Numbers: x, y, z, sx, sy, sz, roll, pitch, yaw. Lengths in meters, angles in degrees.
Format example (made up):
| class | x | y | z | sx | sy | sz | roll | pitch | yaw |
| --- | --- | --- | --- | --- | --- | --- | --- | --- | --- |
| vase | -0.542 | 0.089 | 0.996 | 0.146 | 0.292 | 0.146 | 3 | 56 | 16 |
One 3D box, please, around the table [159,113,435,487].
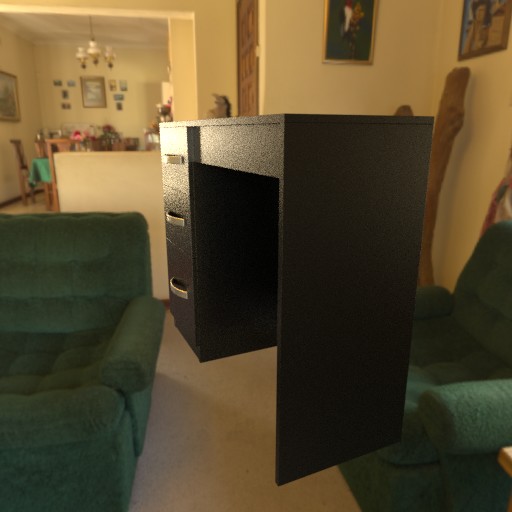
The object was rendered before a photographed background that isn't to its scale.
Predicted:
| class | x | y | z | sx | sy | sz | roll | pitch | yaw |
| --- | --- | --- | --- | --- | --- | --- | --- | --- | --- |
| table | 0.000 | 0.000 | 1.350 | 0.380 | 0.790 | 0.930 | -7 | 17 | -24 |
